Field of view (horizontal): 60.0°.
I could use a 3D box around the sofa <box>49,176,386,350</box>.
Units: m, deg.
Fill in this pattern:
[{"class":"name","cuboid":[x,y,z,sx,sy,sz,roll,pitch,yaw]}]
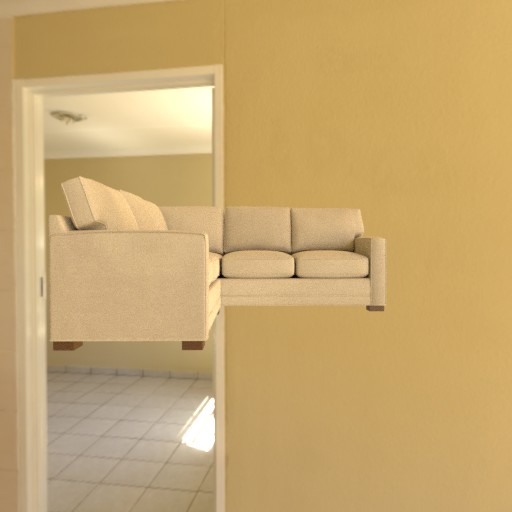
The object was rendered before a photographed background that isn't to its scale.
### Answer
[{"class":"sofa","cuboid":[0.000,0.000,3.386,2.189,0.939,2.182,0,1,-1]}]
